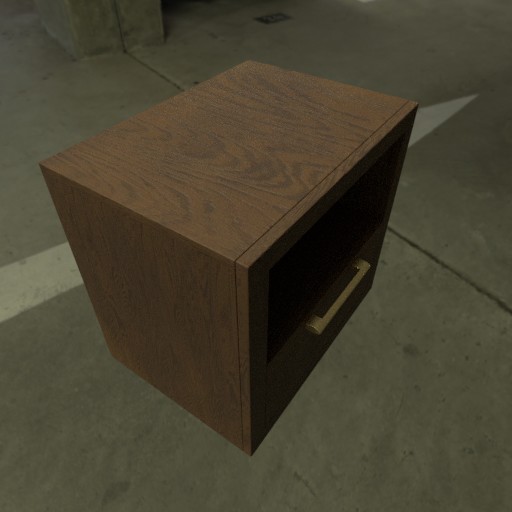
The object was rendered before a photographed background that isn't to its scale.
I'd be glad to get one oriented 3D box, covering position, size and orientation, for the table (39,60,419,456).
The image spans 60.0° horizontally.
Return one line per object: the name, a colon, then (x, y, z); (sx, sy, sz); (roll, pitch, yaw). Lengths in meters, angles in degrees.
table: (0.000, 0.000, 0.965); (0.439, 0.585, 0.560); (26, 49, 25)
